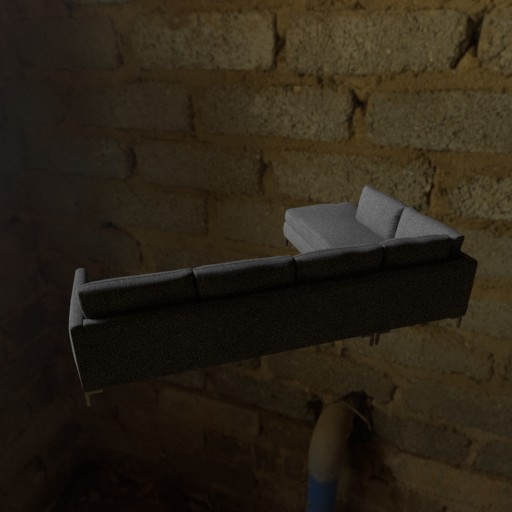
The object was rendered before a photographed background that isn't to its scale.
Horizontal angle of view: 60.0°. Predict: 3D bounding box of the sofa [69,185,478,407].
[{"bbox_3d":[0.000,0.000,3.878,2.949,0.815,2.007,-8,27,-16],"label":"sofa"}]
